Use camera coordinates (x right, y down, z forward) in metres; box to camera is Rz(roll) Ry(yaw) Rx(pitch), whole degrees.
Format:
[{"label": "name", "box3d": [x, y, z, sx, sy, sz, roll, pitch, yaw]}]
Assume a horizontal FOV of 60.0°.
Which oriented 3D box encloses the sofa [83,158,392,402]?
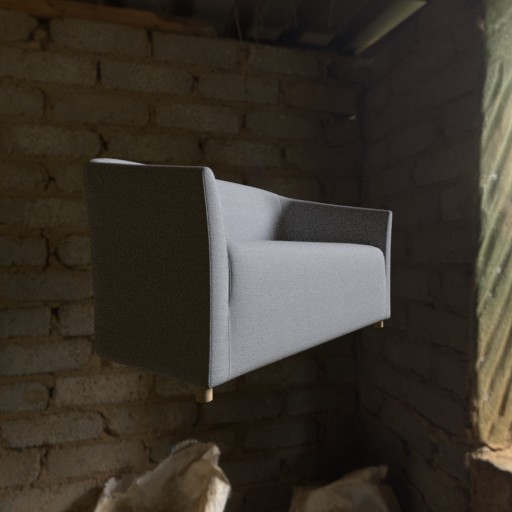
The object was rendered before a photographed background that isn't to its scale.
[{"label": "sofa", "box3d": [0.000, 0.000, 1.844, 0.705, 0.721, 1.452, 0, 1, 34]}]
